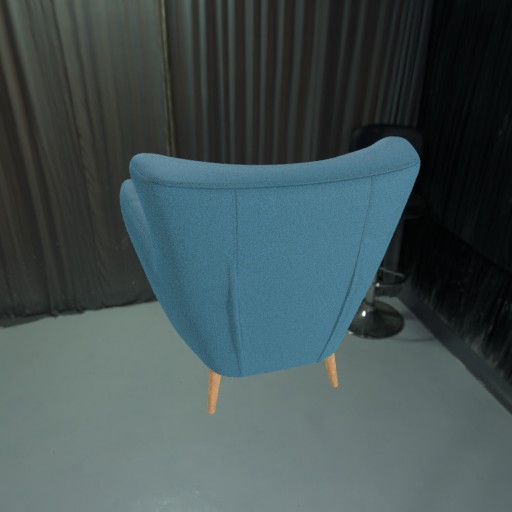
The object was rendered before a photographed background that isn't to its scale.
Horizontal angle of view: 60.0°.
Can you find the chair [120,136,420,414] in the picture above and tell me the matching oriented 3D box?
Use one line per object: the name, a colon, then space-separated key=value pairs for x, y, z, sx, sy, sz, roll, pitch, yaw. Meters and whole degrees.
chair: x=0.000 y=0.000 z=1.578 sx=0.890 sy=0.889 sz=0.889 roll=-7 pitch=28 yaw=-14
